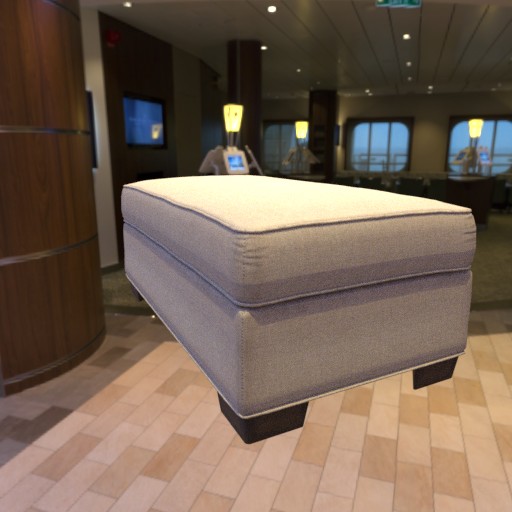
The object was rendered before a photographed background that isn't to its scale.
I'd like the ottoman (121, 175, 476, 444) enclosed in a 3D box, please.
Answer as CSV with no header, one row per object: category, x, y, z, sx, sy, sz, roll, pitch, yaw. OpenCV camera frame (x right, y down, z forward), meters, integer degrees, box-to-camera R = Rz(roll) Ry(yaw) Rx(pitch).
ottoman,0.000,0.000,1.383,0.617,0.461,1.097,-7,15,-26
